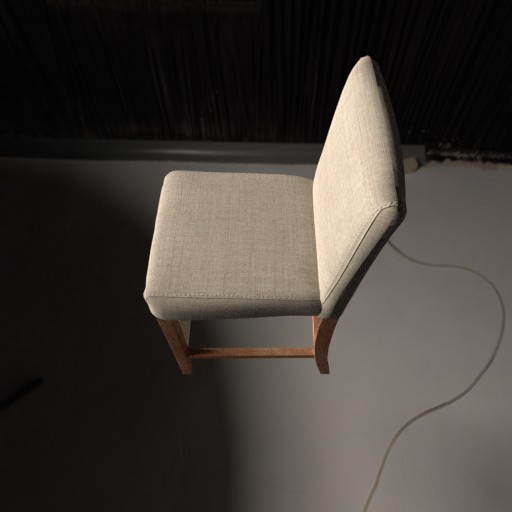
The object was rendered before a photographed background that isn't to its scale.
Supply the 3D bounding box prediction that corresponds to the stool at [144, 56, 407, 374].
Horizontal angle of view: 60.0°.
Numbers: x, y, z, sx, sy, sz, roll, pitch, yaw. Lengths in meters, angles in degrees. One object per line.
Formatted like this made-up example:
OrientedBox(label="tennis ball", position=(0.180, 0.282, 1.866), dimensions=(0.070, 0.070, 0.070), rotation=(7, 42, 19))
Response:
OrientedBox(label="stool", position=(0.000, 0.000, 1.319), dimensions=(0.567, 1.039, 0.454), rotation=(1, 59, 0))
